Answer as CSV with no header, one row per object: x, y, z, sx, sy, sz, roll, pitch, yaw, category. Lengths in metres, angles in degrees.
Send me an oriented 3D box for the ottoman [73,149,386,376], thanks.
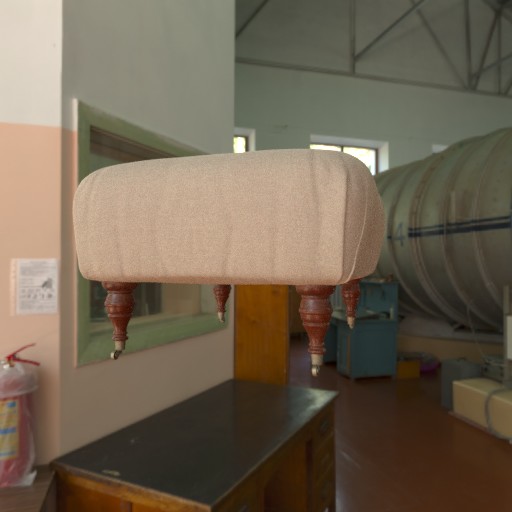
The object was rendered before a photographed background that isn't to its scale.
0.000,0.000,1.175,0.639,0.450,0.746,0,-1,18,ottoman
